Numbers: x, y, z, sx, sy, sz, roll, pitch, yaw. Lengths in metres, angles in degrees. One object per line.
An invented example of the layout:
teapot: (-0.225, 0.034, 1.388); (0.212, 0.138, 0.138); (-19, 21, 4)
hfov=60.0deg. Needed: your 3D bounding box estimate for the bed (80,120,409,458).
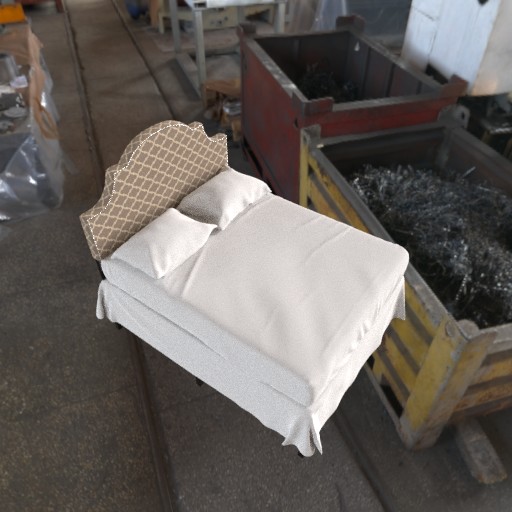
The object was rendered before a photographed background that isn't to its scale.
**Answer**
bed: (0.000, 0.000, 3.491); (2.222, 1.633, 1.780); (26, 49, 26)
